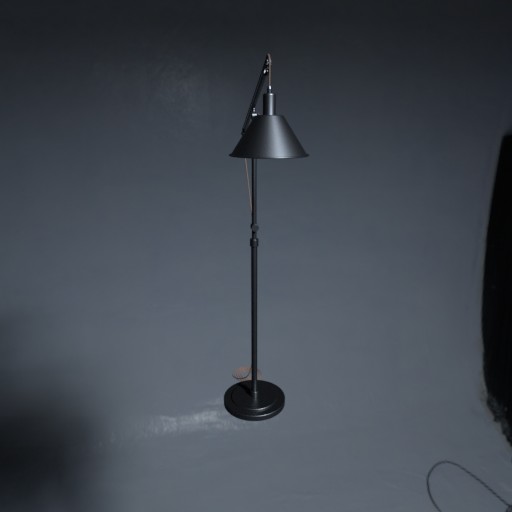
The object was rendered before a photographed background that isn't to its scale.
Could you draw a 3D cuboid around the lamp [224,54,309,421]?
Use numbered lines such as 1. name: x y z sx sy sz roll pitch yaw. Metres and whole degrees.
1. lamp: 0.000 0.000 2.029 0.319 1.626 0.904 -3 17 -8
